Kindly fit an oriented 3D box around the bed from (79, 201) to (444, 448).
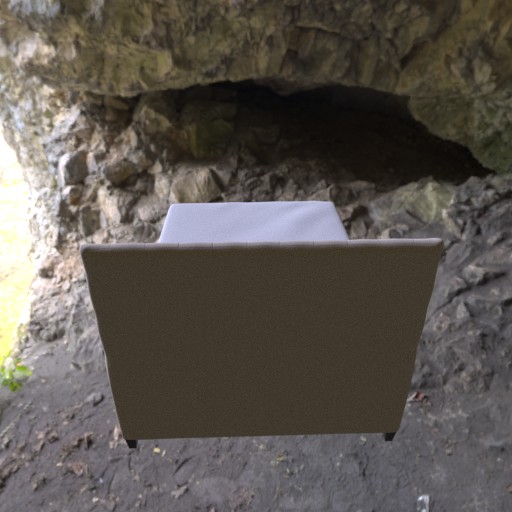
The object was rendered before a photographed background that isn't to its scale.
[{"bbox_3d":[0.000,0.000,3.316,1.696,1.426,2.233,-1,31,-2],"label":"bed"}]
